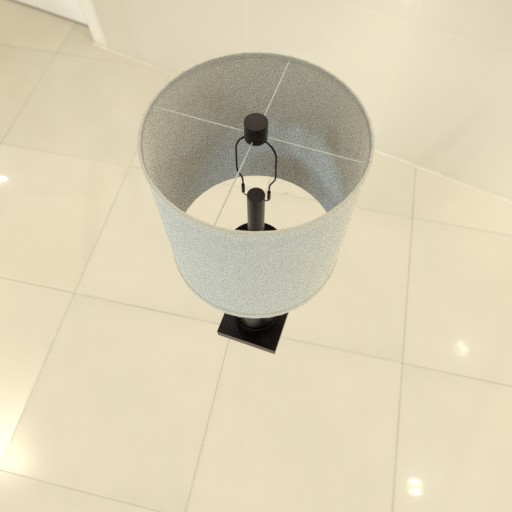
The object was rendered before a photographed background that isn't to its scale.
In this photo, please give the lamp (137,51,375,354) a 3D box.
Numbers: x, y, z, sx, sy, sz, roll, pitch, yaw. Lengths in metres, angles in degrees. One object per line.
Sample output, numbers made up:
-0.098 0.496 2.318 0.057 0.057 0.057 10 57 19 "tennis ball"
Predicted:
0.000 0.000 0.609 0.211 0.509 0.211 17 64 9 "lamp"
